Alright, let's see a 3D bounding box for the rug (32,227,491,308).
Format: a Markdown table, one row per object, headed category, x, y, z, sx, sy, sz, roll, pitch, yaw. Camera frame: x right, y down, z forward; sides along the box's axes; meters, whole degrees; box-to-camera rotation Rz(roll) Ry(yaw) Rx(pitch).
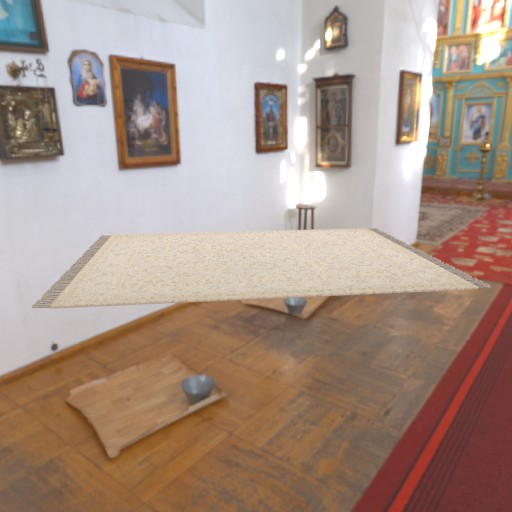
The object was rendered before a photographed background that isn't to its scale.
| category | x | y | z | sx | sy | sz | roll | pitch | yaw |
| --- | --- | --- | --- | --- | --- | --- | --- | --- | --- |
| rug | 0.000 | 0.000 | 2.276 | 1.771 | 0.015 | 1.223 | -2 | 15 | -7 |
